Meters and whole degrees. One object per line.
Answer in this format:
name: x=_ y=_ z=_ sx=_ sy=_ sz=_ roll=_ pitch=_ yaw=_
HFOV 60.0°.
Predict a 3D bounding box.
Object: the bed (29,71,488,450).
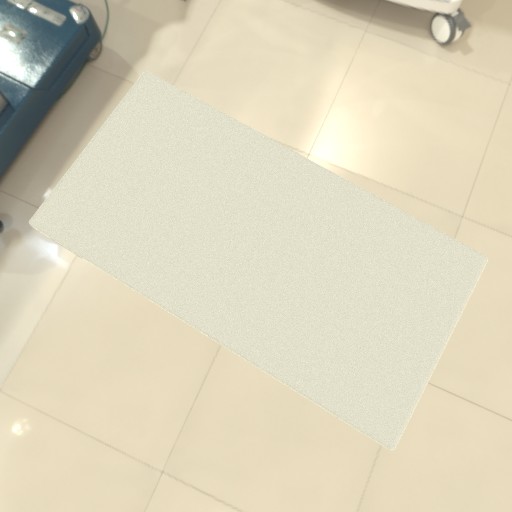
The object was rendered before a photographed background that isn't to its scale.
bed: x=0.000 y=0.000 z=2.313 sx=1.902 sy=0.616 sz=0.961 roll=30 pitch=78 yaw=7
